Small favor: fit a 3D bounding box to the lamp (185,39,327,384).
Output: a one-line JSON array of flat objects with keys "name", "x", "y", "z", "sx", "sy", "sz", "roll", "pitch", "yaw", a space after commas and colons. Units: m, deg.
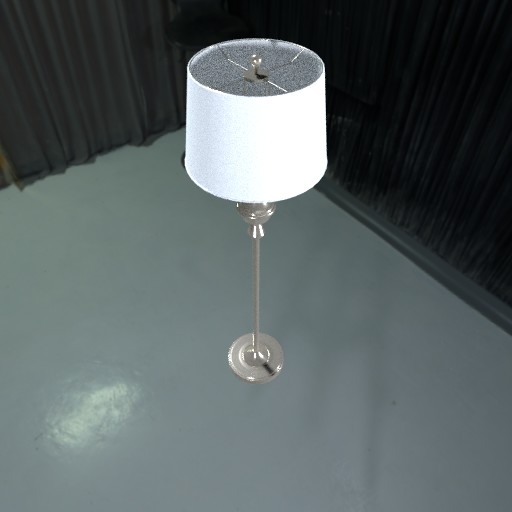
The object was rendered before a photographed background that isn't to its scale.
[{"name": "lamp", "x": 0.000, "y": 0.000, "z": 1.666, "sx": 0.431, "sy": 1.488, "sz": 0.431, "roll": 0, "pitch": 46, "yaw": 0}]
